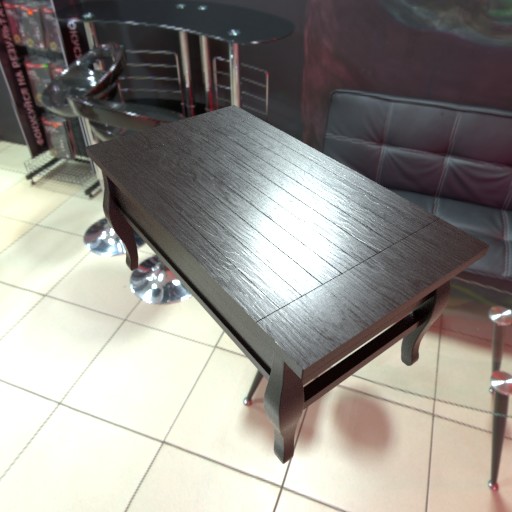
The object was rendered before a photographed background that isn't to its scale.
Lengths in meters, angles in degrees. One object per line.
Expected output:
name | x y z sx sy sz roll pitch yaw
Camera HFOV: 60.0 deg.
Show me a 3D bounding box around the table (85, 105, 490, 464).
table | 0.000 0.000 1.396 0.600 0.494 1.062 -26 47 -27
